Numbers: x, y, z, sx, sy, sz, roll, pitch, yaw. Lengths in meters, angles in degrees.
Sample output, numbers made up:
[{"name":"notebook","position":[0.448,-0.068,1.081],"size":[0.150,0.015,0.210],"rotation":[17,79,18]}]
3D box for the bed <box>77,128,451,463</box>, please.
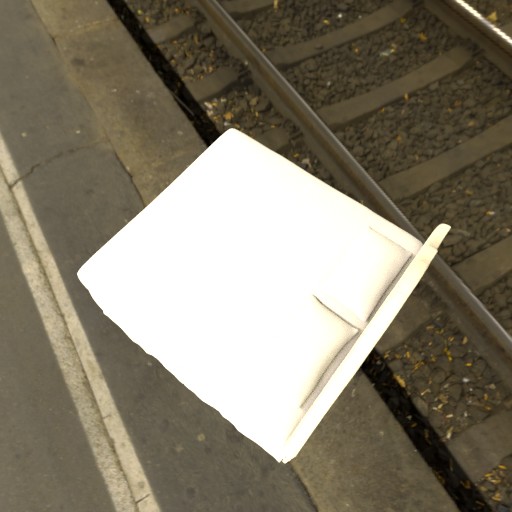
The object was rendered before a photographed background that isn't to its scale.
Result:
[{"name":"bed","position":[0.000,0.000,3.364],"size":[2.086,1.555,2.012],"rotation":[35,68,16]}]
